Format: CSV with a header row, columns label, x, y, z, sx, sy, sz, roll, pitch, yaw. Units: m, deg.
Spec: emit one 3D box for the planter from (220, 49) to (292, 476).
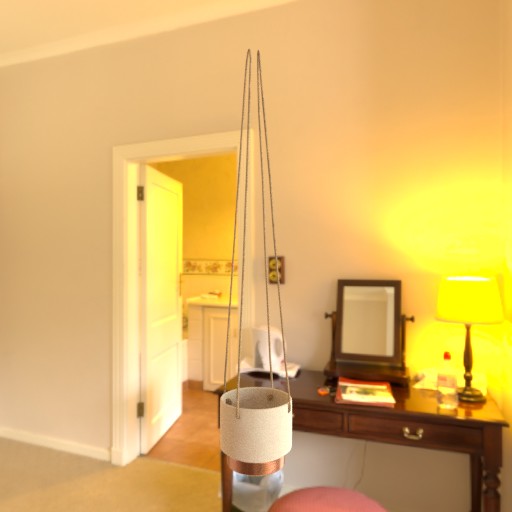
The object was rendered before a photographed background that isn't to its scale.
label,x,y,z,sx,sy,sz,roll,pitch,yaw
planter,0.000,0.000,0.903,0.146,0.841,0.146,0,0,-17
